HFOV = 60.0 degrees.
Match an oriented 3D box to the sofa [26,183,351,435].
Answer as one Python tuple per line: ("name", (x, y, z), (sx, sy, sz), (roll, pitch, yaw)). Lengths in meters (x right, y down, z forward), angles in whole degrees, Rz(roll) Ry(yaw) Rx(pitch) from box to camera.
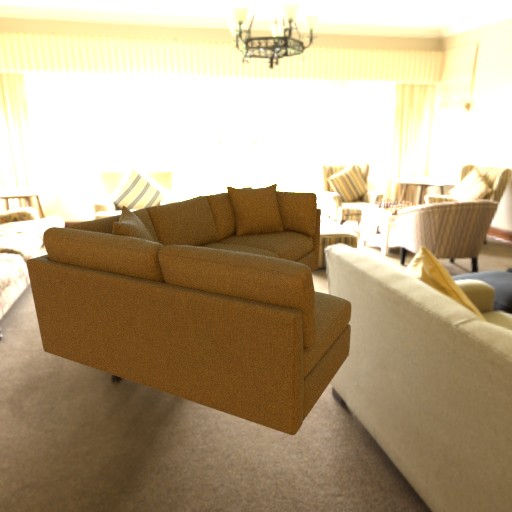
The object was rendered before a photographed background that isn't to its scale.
("sofa", (0.000, 0.000, 3.814), (1.994, 0.978, 2.896), (8, 18, 27))
